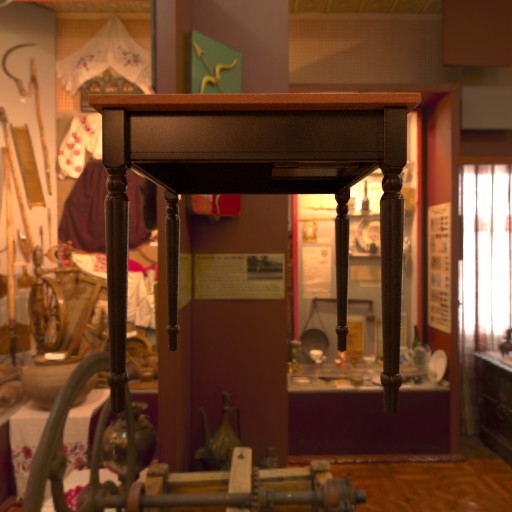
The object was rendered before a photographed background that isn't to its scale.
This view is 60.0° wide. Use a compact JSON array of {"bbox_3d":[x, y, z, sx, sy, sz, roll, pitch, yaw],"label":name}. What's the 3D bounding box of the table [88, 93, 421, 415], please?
[{"bbox_3d":[0.000,0.000,1.371,0.747,0.738,0.747,0,1,1],"label":"table"}]
